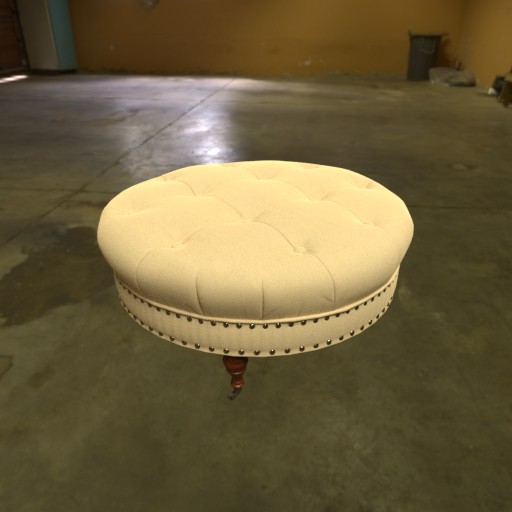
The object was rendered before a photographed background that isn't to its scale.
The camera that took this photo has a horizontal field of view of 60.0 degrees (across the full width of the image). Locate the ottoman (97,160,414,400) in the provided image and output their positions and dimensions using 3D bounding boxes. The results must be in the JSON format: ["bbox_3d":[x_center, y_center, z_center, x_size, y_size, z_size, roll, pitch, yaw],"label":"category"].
[{"bbox_3d":[0.000,0.000,1.383,0.901,0.439,0.901,0,28,0],"label":"ottoman"}]
